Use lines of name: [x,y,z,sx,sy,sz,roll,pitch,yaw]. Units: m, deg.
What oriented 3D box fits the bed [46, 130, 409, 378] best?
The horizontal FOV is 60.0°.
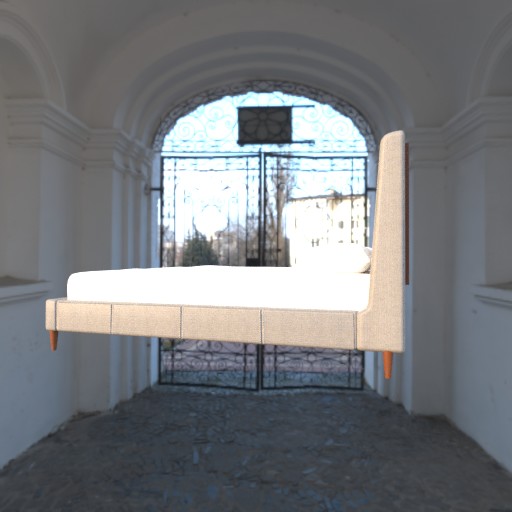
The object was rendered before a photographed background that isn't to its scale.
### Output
bed: [0.000,0.000,3.612,2.342,1.289,2.062,0,0,19]
